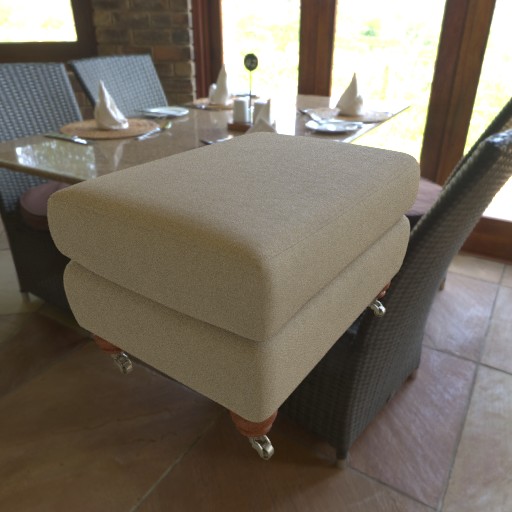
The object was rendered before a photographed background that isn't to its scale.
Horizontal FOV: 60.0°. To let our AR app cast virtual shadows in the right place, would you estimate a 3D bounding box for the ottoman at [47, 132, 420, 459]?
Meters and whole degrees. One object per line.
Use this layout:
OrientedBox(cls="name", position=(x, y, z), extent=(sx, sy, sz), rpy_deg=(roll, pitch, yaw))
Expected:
OrientedBox(cls="ottoman", position=(0.000, 0.000, 1.129), extent=(0.569, 0.504, 0.773), rpy_deg=(18, 32, 31))
